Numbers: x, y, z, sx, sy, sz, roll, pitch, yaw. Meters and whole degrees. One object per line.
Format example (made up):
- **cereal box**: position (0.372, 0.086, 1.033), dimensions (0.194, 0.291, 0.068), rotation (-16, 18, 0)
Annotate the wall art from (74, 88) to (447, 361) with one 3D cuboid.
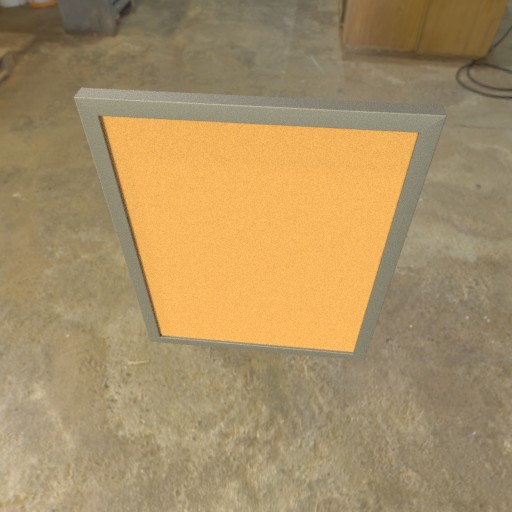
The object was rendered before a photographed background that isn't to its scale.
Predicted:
- **wall art**: position (0.000, 0.000, 0.752), dimensions (0.458, 0.558, 0.029), rotation (4, 46, 4)
